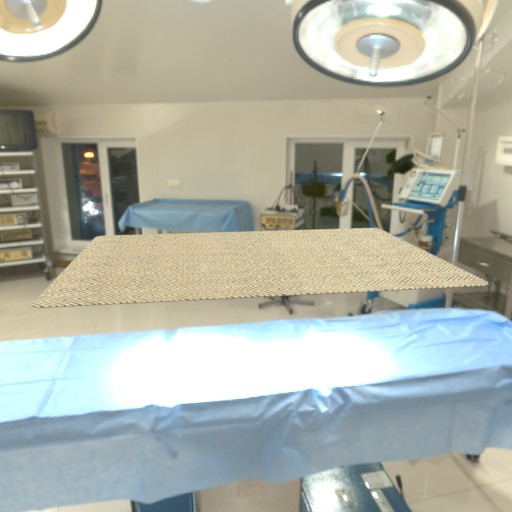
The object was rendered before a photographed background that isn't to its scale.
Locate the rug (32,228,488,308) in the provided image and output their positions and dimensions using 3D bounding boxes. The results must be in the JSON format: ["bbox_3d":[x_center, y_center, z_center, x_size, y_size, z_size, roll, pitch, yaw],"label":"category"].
[{"bbox_3d":[0.000,0.000,2.202,1.752,0.008,1.144,-2,15,-8],"label":"rug"}]
